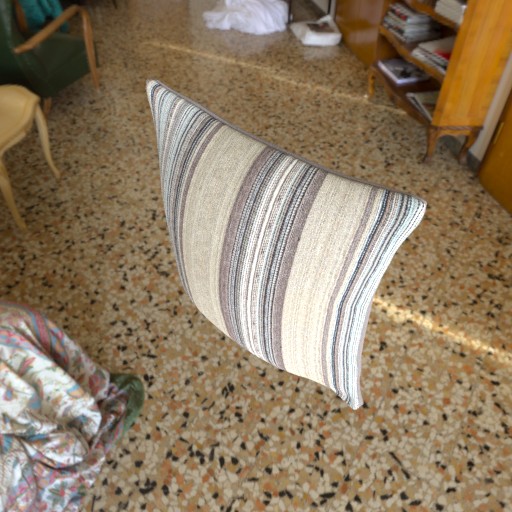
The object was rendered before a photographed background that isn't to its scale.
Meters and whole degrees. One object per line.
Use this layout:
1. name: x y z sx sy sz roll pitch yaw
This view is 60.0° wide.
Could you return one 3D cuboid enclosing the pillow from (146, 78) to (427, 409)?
1. pillow: 0.000 0.000 0.664 0.435 0.416 0.189 33 53 29
